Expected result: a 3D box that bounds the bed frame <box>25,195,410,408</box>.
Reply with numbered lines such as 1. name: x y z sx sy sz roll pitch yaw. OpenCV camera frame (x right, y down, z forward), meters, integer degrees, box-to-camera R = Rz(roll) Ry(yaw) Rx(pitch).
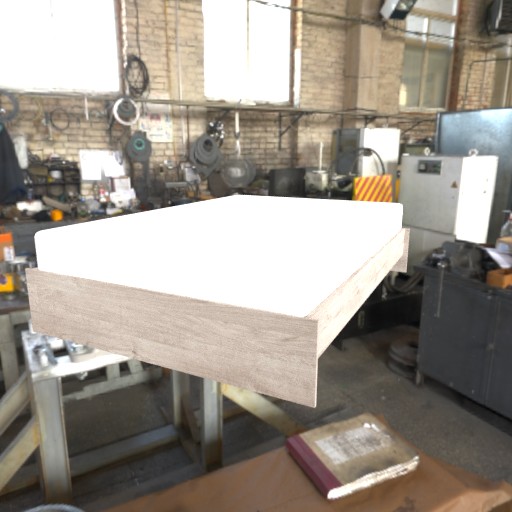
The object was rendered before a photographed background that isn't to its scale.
1. bed frame: 0.000 0.000 2.623 1.445 0.497 1.945 7 15 26
